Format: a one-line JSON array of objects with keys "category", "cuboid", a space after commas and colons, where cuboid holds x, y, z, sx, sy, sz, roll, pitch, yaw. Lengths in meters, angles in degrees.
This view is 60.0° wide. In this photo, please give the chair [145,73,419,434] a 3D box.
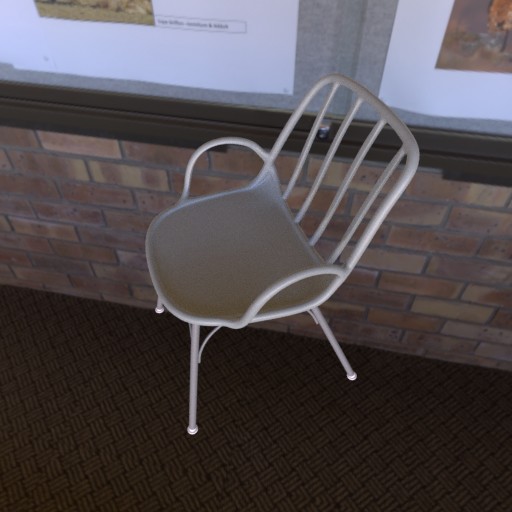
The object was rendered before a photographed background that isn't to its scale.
[{"category": "chair", "cuboid": [0.000, 0.000, 1.216, 0.597, 0.816, 0.549, -15, 49, -14]}]
